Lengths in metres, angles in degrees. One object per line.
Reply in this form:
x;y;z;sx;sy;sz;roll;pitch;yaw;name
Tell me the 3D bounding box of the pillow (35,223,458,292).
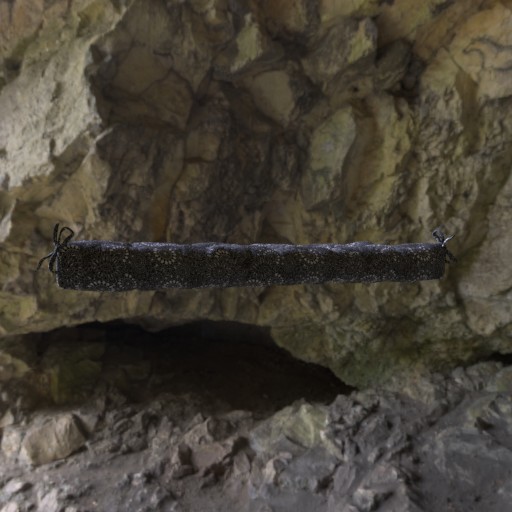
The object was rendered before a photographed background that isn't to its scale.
0.000;0.000;1.376;1.194;0.174;0.511;-1;2;-18;pillow
